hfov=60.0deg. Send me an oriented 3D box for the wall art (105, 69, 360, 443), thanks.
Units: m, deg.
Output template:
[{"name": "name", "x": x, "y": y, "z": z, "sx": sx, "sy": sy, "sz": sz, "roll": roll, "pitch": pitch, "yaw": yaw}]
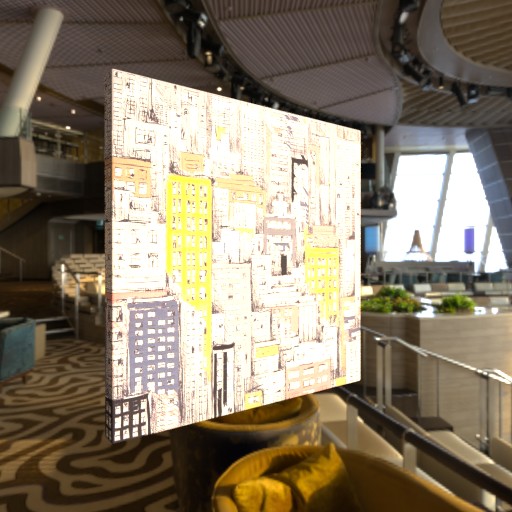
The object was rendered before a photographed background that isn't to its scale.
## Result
[{"name": "wall art", "x": 0.000, "y": 0.000, "z": 0.910, "sx": 0.607, "sy": 0.608, "sz": 0.038, "roll": 0, "pitch": 0, "yaw": -37}]
